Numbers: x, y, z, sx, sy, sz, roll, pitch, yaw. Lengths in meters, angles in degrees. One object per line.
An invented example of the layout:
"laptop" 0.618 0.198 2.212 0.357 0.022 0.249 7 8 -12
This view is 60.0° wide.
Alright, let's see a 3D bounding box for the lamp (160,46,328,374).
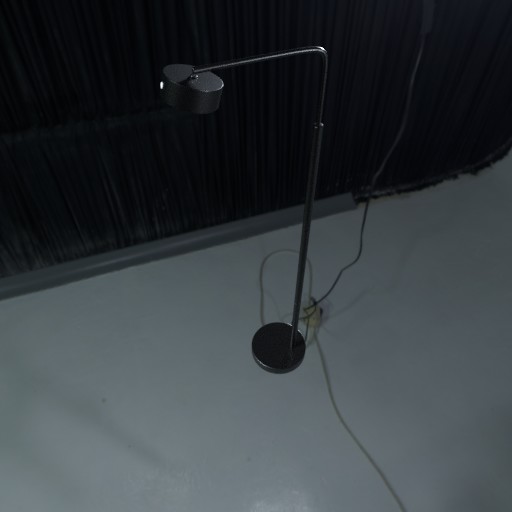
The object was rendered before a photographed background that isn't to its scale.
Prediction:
"lamp" 0.000 0.000 1.342 0.418 1.230 0.219 -17 50 -15
